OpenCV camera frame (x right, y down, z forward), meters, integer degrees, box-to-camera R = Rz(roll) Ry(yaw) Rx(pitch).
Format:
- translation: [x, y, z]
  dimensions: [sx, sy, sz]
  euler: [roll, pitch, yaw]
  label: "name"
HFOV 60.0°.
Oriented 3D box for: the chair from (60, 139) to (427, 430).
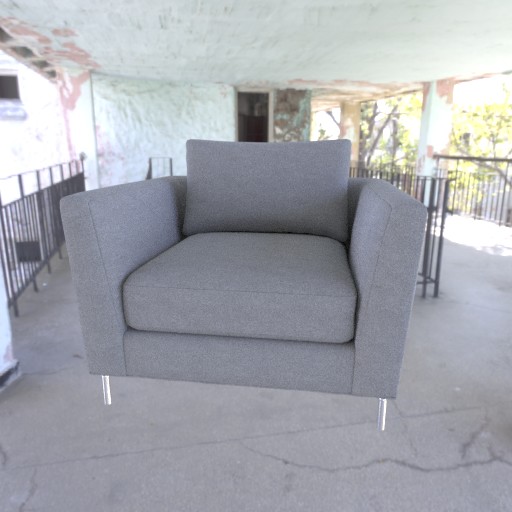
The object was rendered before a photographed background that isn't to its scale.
- translation: [0.000, 0.000, 1.683]
  dimensions: [1.041, 0.864, 0.889]
  euler: [2, 14, 9]
  label: "chair"
